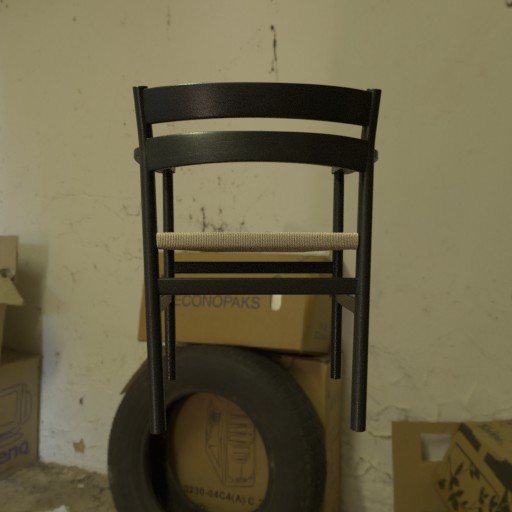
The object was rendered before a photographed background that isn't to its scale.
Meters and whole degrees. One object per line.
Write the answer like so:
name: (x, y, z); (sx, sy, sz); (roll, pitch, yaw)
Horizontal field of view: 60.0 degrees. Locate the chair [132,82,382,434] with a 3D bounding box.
chair: (0.000, 0.000, 1.169); (0.630, 0.775, 0.508); (0, -1, -2)
